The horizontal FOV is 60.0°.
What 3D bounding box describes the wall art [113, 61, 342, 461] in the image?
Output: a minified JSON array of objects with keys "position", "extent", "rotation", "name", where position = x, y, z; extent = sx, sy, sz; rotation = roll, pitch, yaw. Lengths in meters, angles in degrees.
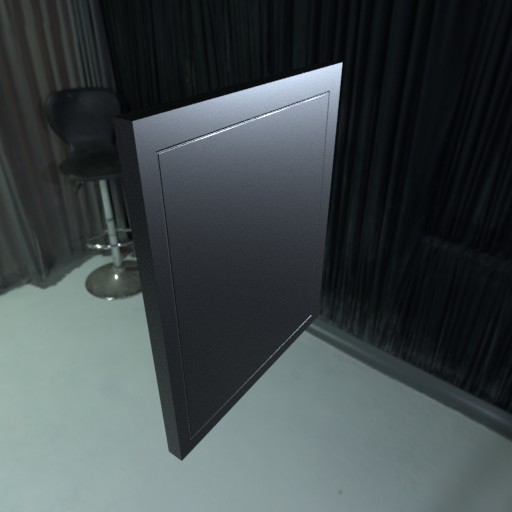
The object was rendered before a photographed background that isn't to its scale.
[{"position":[0.000,0.000,0.754],"extent":[0.031,0.558,0.461],"rotation":[21,38,30],"name":"wall art"}]
